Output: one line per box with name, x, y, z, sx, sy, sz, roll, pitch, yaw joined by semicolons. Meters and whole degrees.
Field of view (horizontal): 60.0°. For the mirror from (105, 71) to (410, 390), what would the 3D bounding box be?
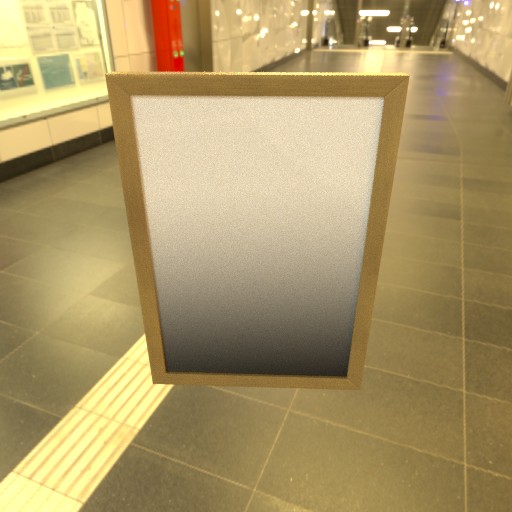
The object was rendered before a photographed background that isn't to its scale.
mirror;0.000;0.000;0.926;0.507;0.710;0.040;1;29;2
